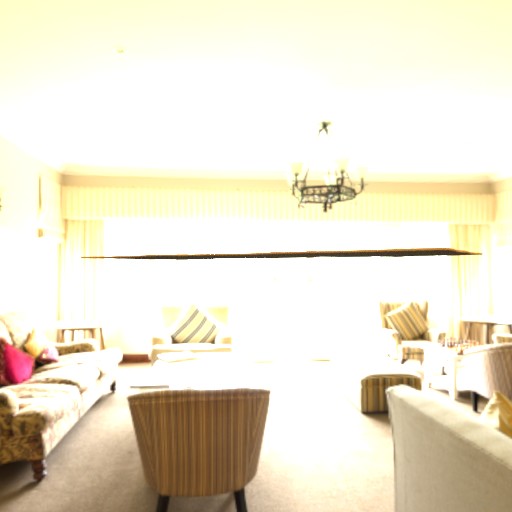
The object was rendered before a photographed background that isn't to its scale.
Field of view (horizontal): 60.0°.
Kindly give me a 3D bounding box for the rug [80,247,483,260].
[{"bbox_3d":[0.000,0.000,2.717,2.383,0.018,0.857,-1,-2,35],"label":"rug"}]
